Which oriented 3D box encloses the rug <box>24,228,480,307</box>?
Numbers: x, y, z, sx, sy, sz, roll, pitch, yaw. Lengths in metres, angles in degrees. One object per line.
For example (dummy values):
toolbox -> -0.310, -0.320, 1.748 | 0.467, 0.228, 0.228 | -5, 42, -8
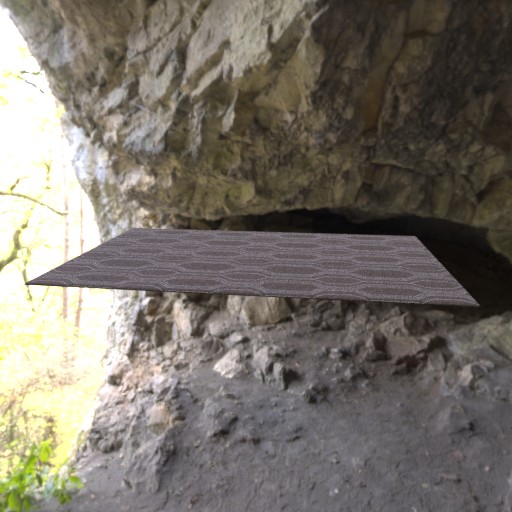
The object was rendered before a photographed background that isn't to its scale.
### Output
rug -> 0.000, 0.000, 3.087 | 2.457, 0.012, 1.541 | 2, 16, 8
